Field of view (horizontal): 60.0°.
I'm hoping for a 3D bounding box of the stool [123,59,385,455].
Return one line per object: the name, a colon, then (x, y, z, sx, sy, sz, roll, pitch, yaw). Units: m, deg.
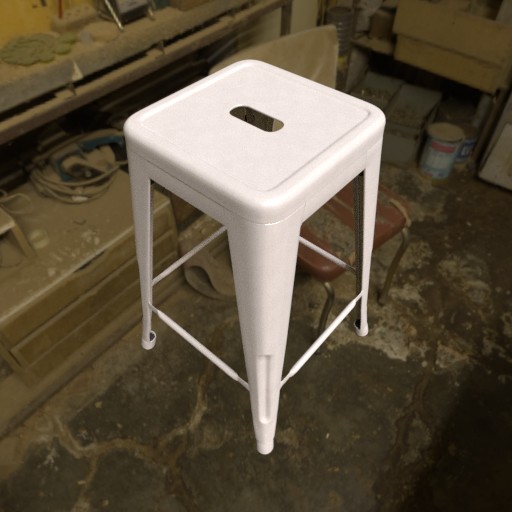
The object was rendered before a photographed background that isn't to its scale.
stool: (0.000, 0.000, 0.870, 0.406, 0.610, 0.406, 33, 56, 26)
